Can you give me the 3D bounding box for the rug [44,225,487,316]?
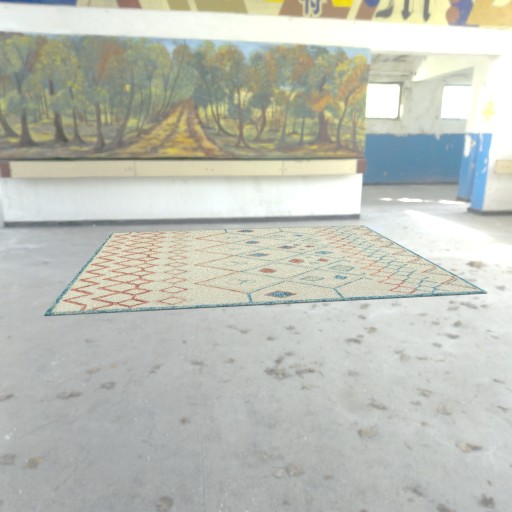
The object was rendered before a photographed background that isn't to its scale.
[{"bbox_3d":[0.000,0.000,4.165,3.050,0.016,2.441,-2,16,-7],"label":"rug"}]
